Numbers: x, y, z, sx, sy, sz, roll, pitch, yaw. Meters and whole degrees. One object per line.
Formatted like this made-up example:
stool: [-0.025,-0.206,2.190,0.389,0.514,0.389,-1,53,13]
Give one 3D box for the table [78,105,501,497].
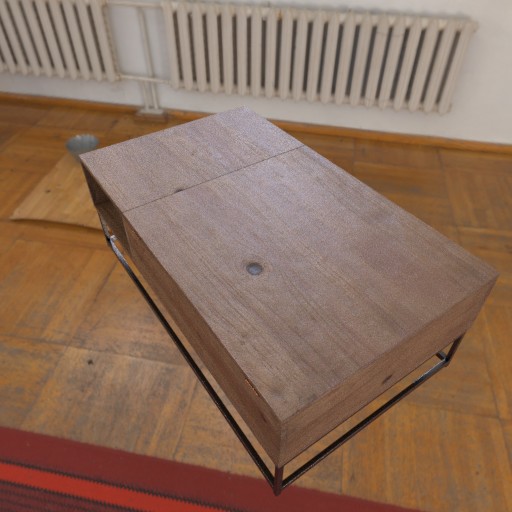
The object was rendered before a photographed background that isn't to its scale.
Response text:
table: [0.000,0.000,1.381,0.655,0.395,1.101,-25,49,-24]
